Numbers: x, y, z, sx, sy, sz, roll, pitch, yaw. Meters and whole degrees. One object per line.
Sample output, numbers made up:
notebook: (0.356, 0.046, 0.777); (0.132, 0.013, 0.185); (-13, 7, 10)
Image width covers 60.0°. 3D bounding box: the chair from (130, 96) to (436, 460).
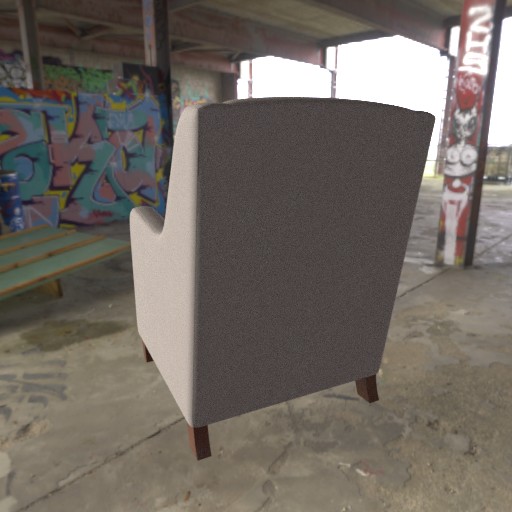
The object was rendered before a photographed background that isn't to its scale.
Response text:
chair: (0.000, 0.000, 1.570); (0.715, 1.010, 0.863); (-7, 17, -26)
